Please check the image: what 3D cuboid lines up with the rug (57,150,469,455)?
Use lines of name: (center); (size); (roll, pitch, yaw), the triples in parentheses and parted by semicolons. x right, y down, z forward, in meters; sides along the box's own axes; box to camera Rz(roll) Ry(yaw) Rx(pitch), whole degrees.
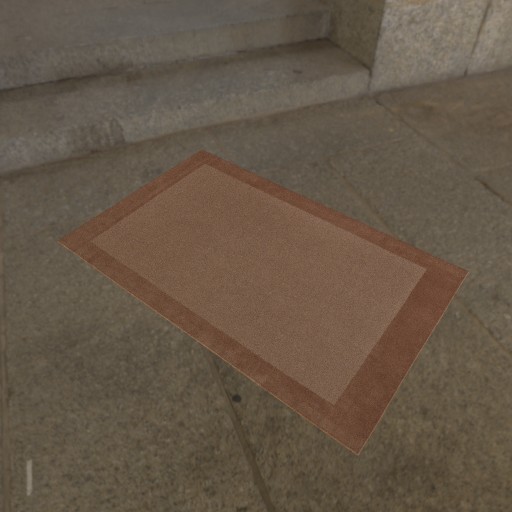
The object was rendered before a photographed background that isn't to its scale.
rug: (0.000, 0.000, 3.083); (2.438, 0.014, 1.524); (29, 52, 25)
